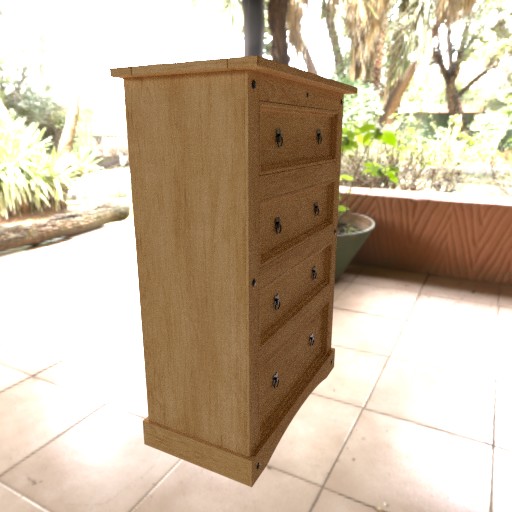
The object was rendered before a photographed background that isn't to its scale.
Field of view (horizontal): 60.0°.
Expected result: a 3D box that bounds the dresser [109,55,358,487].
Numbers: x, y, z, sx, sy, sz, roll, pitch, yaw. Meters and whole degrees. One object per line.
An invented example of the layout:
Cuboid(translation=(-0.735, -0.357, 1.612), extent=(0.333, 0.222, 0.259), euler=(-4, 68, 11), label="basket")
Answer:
Cuboid(translation=(0.000, 0.000, 1.738), extent=(0.485, 1.300, 0.915), euler=(8, 17, 26), label="dresser")
